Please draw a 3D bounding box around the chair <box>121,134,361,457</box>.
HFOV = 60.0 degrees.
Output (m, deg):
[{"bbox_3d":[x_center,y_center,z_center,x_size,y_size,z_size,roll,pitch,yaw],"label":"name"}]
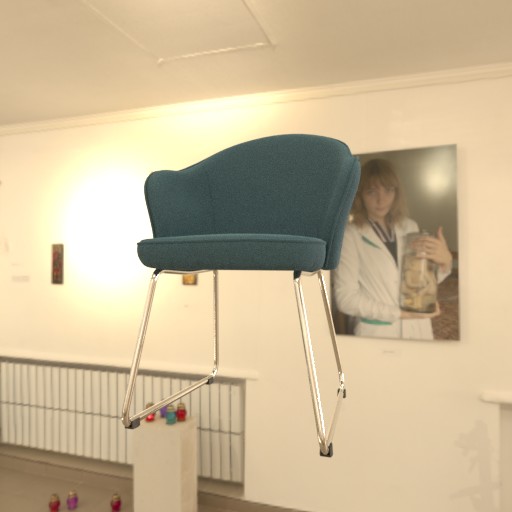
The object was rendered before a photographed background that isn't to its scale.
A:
[{"bbox_3d":[0.000,0.000,1.213,0.570,0.815,0.585,0,0,18],"label":"chair"}]
